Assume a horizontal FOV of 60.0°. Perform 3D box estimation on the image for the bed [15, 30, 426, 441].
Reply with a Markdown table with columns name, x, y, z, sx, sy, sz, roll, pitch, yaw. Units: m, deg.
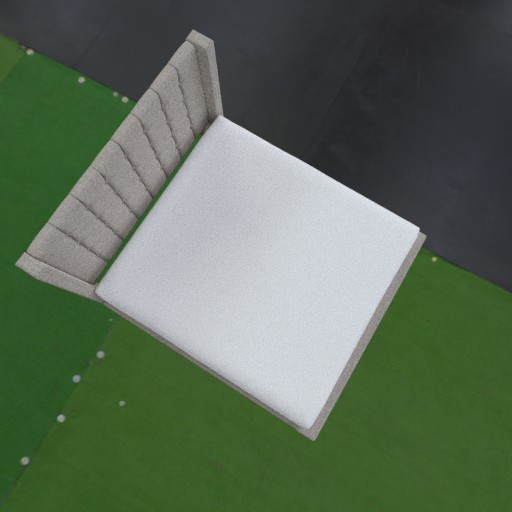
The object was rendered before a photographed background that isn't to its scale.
| name | x | y | z | sx | sy | sz | roll | pitch | yaw |
| --- | --- | --- | --- | --- | --- | --- | --- | --- | --- |
| bed | 0.000 | 0.000 | 3.694 | 2.372 | 1.748 | 2.044 | 31 | 79 | 7 |
